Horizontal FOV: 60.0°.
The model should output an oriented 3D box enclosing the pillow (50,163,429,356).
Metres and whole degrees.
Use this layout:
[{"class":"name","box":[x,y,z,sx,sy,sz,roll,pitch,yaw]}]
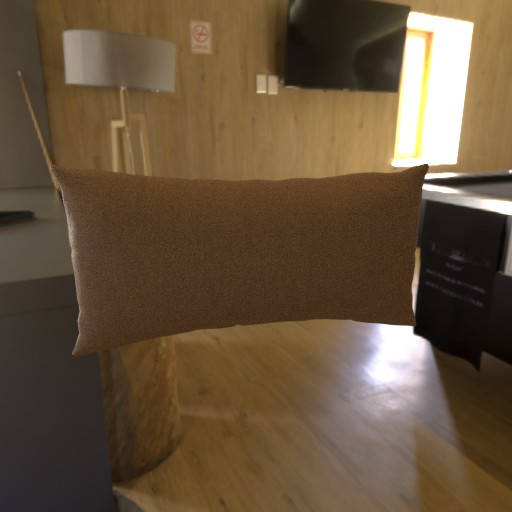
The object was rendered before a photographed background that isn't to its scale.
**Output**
[{"class":"pillow","box":[0.000,0.000,0.738,0.612,0.308,0.148,-3,17,-10]}]
